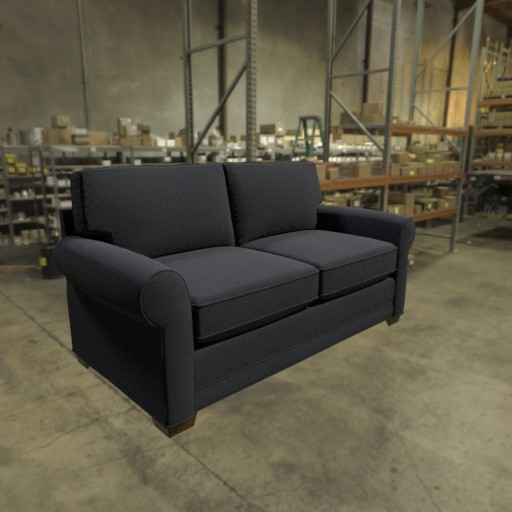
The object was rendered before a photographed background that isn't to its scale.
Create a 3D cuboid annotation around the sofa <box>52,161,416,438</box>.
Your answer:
[{"bbox_3d":[0.000,0.000,2.510,2.009,1.031,0.951,-13,18,-42],"label":"sofa"}]
